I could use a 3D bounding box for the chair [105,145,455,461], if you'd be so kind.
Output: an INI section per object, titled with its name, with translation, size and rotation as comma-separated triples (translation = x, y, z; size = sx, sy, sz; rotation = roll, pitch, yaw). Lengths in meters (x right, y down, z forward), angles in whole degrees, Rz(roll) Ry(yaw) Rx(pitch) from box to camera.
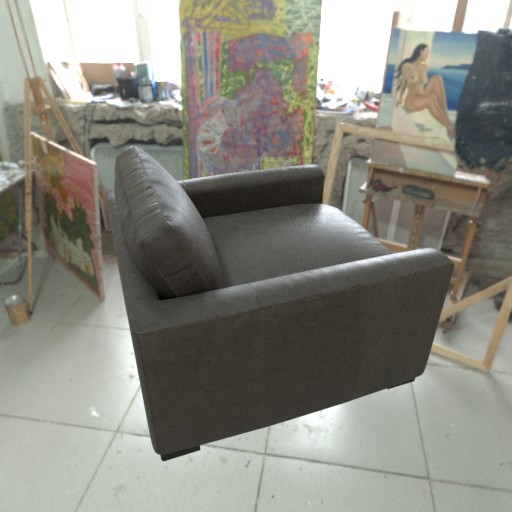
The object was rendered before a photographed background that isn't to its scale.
[chair]
translation = 0.000, 0.000, 1.825
size = 1.080, 0.807, 1.106
rotation = -11, 32, -17
